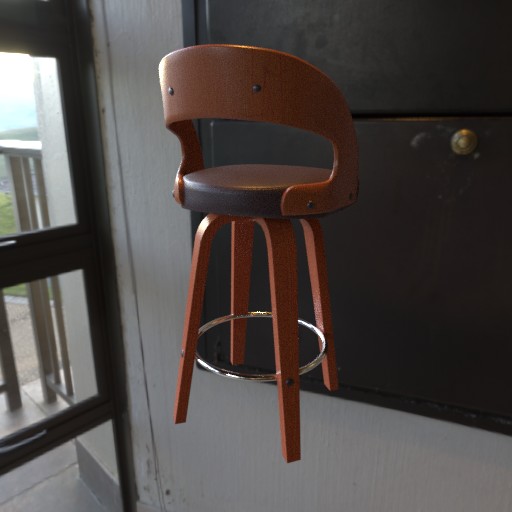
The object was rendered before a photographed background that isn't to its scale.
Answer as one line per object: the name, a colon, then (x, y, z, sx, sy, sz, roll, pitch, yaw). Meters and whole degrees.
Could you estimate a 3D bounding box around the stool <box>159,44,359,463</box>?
stool: (0.000, 0.000, 1.150, 0.457, 0.940, 0.457, 8, 19, 25)
